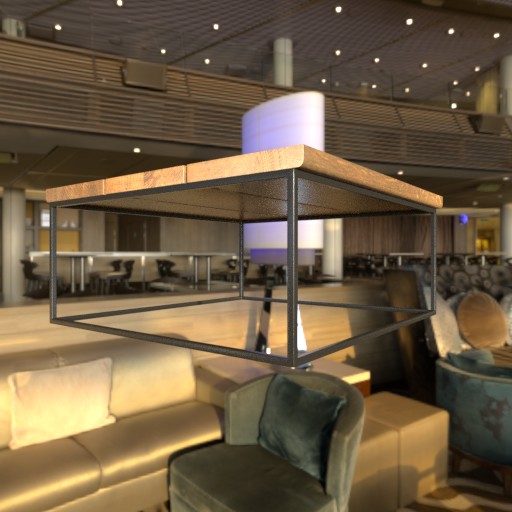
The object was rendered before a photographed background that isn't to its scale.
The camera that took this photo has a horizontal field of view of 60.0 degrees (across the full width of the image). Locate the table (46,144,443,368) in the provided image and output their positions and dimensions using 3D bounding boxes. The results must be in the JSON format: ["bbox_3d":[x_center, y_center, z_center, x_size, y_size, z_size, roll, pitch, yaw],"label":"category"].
[{"bbox_3d":[0.000,0.000,1.415,0.900,0.400,0.900,0,0,37],"label":"table"}]
